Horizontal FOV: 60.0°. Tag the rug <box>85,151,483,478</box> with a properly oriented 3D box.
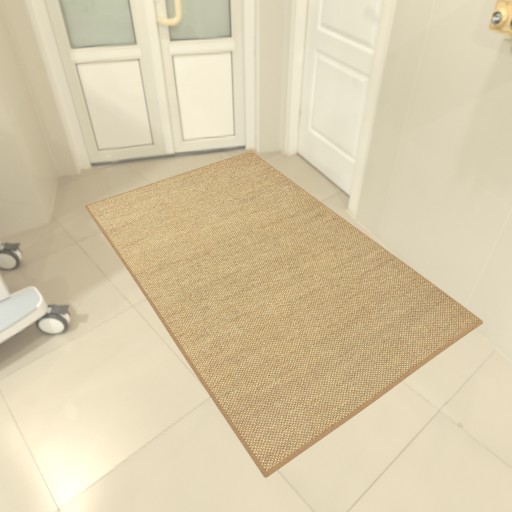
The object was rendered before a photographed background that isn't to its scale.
[{"bbox_3d":[0.000,0.000,2.044,1.061,0.012,1.668,-24,47,-25],"label":"rug"}]
